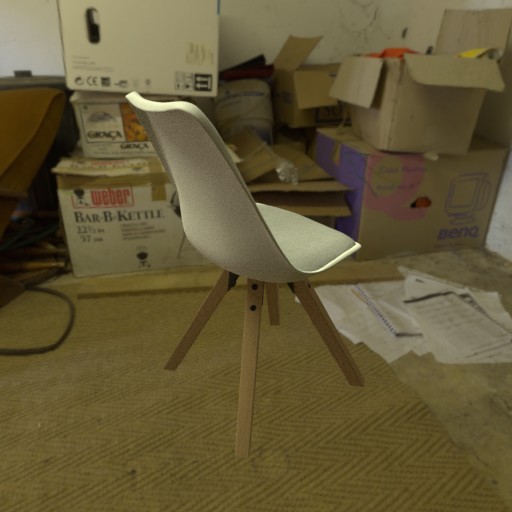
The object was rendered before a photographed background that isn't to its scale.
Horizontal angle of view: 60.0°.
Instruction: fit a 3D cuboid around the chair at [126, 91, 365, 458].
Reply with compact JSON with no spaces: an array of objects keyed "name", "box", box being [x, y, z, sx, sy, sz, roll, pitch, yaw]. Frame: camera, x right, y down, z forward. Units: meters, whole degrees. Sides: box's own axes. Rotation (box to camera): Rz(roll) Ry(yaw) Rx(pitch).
[{"name":"chair","box":[0.000,0.000,1.202,0.550,0.850,0.485,-18,31,-32]}]
